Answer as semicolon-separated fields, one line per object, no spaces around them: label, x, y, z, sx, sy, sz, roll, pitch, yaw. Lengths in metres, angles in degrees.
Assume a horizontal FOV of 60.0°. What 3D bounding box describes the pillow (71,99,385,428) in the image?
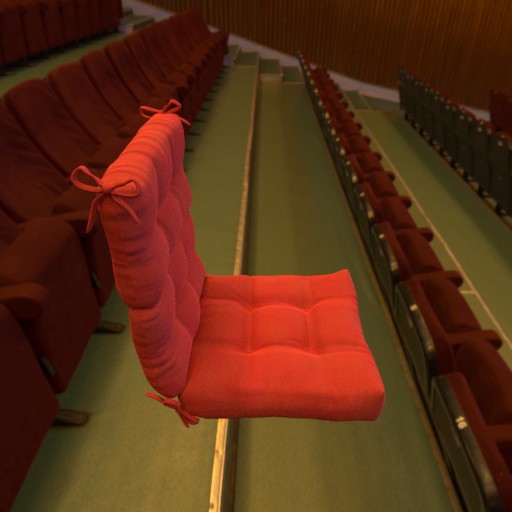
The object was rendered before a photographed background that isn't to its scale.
pillow;0.000;0.000;1.022;0.571;0.605;0.519;0;32;0
